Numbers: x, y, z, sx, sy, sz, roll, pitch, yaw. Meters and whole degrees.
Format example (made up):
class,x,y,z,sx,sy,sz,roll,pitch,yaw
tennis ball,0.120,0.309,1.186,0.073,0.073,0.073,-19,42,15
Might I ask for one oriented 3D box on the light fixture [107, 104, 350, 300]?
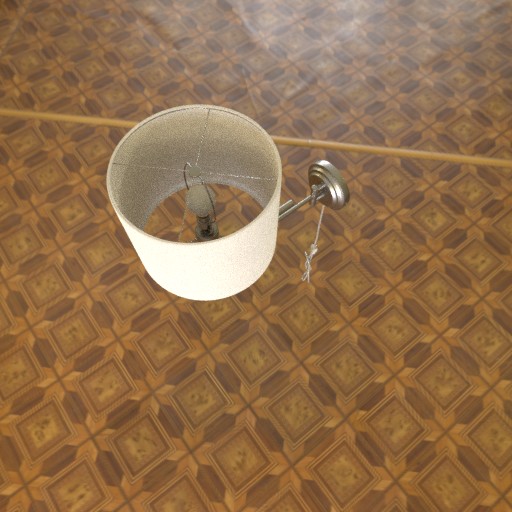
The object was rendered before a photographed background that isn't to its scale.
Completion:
class,x,y,z,sx,sy,sz,roll,pitch,yaw
light fixture,0.000,0.000,1.048,0.479,0.842,0.253,-35,68,-16
